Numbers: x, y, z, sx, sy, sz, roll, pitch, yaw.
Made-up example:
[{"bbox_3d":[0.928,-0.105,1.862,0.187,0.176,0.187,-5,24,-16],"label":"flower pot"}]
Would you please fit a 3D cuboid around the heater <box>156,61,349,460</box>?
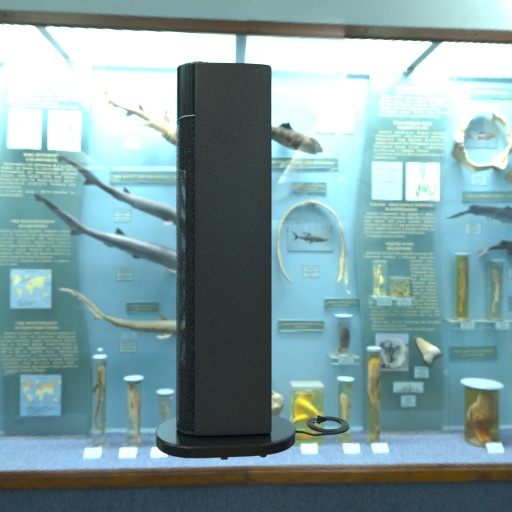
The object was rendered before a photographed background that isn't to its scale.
[{"bbox_3d":[0.000,0.000,1.032,0.458,0.856,0.214,0,0,-1],"label":"heater"}]
